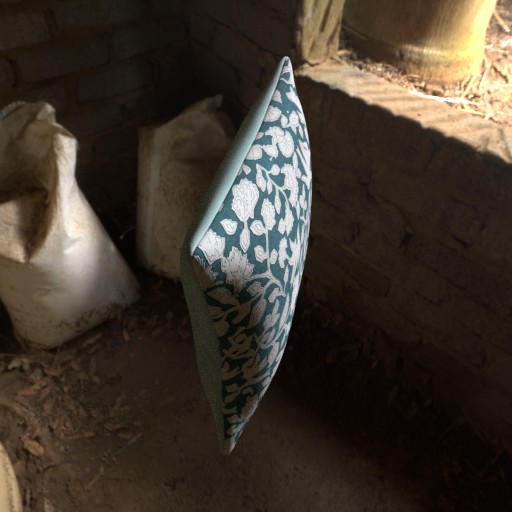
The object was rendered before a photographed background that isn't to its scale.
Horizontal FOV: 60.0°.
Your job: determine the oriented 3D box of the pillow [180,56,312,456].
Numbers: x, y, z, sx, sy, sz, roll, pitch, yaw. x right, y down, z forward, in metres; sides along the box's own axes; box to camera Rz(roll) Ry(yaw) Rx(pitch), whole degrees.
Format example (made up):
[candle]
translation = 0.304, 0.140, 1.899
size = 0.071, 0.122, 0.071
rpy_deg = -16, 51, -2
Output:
[pillow]
translation = 0.000, 0.000, 0.797
size = 0.166, 0.508, 0.525
rpy_deg = 9, 46, 9
